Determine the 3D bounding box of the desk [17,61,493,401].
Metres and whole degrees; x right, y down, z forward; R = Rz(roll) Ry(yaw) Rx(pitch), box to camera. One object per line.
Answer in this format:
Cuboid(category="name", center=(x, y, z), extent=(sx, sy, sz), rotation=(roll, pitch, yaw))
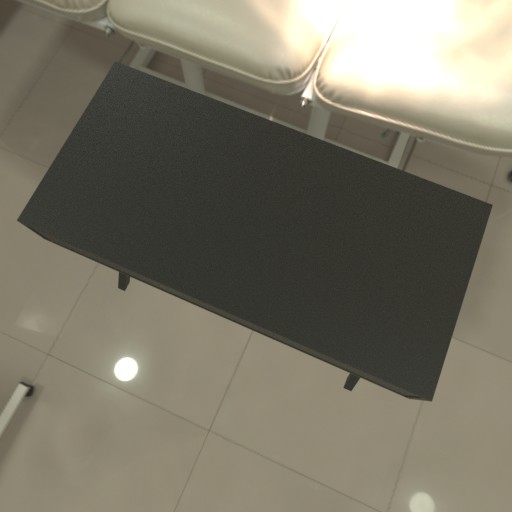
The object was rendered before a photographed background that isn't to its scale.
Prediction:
Cuboid(category="desk", center=(0.000, 0.000, 1.464), extent=(1.057, 0.780, 0.504), rotation=(23, 75, 6))
